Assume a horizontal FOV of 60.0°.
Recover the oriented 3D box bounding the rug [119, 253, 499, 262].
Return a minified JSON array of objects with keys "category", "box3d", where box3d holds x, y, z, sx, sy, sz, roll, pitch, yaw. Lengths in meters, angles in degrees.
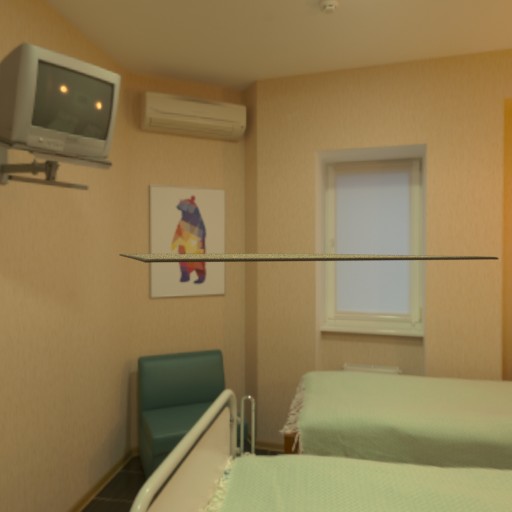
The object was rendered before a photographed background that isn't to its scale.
[{"category":"rug","box3d":[0.000,0.000,2.699,1.523,0.012,2.133,0,1,-19]}]
